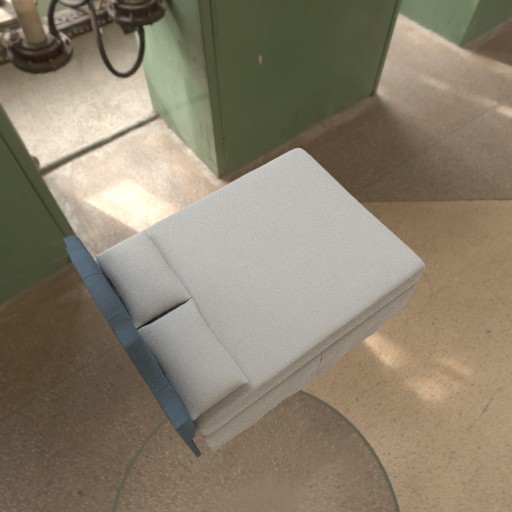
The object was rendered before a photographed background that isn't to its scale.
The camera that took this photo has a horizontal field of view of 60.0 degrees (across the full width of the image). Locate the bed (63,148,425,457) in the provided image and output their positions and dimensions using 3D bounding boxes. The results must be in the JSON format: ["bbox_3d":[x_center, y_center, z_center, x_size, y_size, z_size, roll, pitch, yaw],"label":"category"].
[{"bbox_3d":[0.000,0.000,3.228,2.155,1.575,1.636,-32,63,-18],"label":"bed"}]
